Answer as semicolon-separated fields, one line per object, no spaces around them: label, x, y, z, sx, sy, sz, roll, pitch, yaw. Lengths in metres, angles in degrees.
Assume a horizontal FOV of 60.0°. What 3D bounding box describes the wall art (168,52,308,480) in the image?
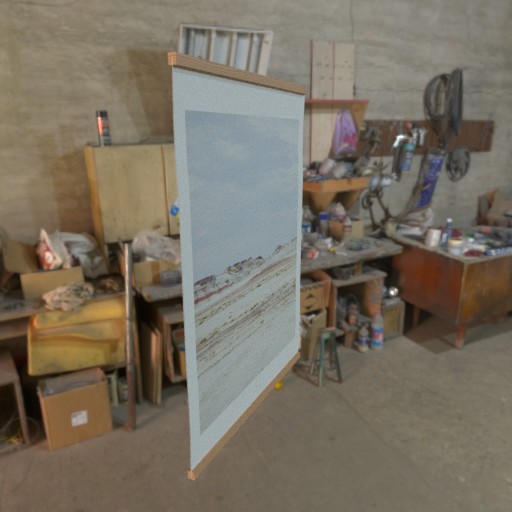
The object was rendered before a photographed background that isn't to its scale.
wall art;0.000;0.000;1.330;0.020;1.016;0.739;8;17;26
